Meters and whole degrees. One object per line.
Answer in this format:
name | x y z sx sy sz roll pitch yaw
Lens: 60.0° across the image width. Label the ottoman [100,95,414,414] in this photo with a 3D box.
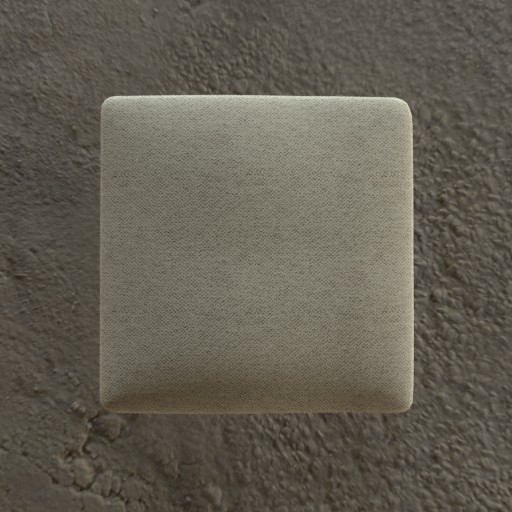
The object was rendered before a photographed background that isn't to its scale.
ottoman | 0.000 0.000 0.899 0.512 0.453 0.521 0 89 -1
